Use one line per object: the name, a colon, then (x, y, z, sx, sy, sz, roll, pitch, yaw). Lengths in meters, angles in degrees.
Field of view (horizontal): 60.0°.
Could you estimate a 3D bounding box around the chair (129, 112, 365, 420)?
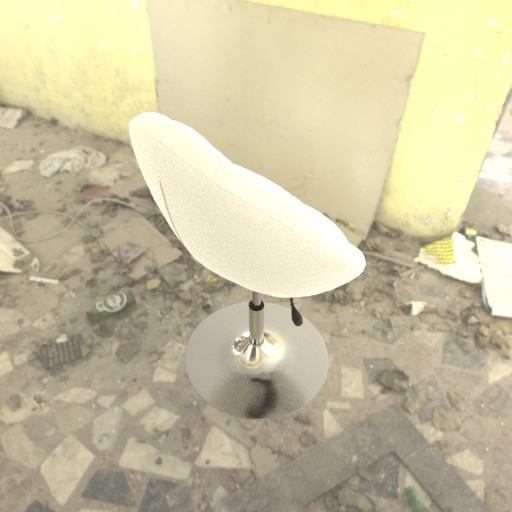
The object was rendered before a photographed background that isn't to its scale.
chair: (0.000, 0.000, 1.792, 0.736, 1.261, 0.940, -27, 47, -29)
